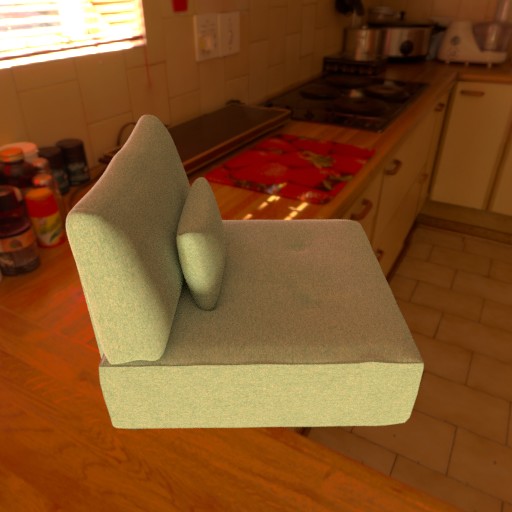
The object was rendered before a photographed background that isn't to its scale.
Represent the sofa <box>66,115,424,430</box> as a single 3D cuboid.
[{"bbox_3d":[0.000,0.000,1.657,1.000,0.820,0.930,0,32,-1],"label":"sofa"}]
